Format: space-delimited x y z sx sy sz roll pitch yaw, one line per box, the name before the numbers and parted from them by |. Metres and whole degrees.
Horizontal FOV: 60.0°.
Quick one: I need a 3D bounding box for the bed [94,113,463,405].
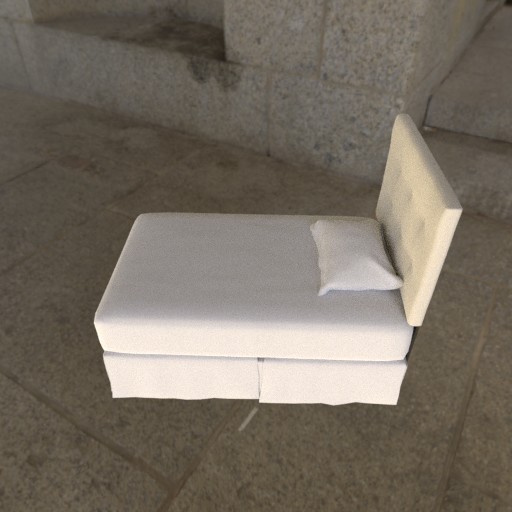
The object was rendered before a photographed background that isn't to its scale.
bed | 0.000 0.000 3.001 1.997 1.571 1.261 1 40 2
